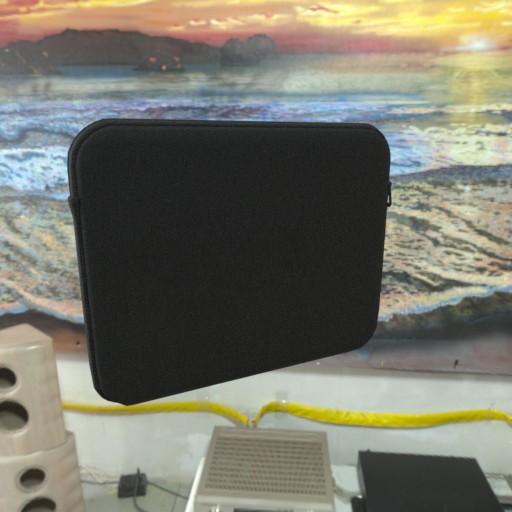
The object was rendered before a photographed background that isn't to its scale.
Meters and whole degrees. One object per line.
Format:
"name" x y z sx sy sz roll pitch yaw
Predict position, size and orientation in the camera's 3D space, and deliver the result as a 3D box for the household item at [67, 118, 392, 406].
"household item" 0.000 0.000 0.523 0.396 0.305 0.030 -7 16 -25
